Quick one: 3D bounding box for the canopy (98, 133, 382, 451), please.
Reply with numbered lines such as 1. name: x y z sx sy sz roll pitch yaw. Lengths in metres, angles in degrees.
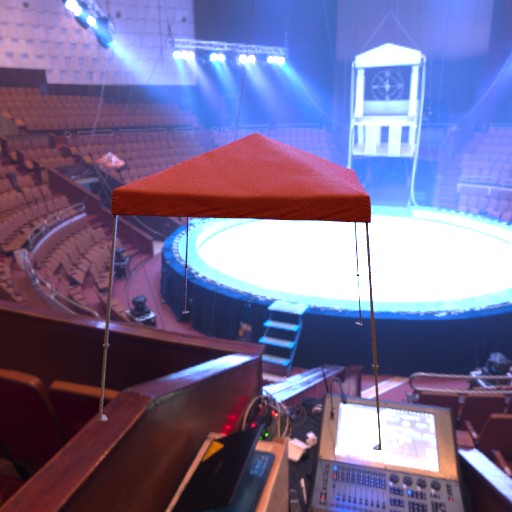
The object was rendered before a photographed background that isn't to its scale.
1. canopy: 0.000 0.000 6.713 3.599 3.600 3.600 3 16 9
